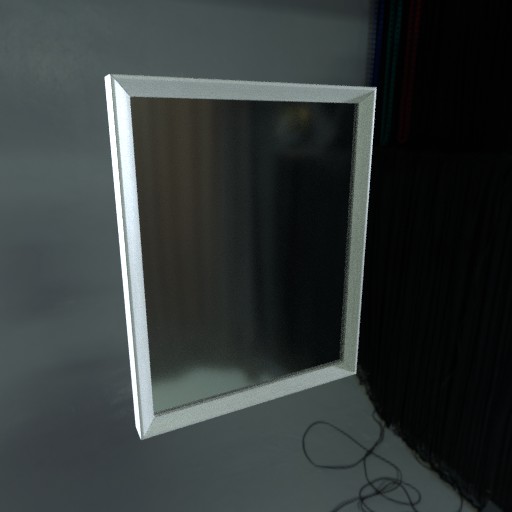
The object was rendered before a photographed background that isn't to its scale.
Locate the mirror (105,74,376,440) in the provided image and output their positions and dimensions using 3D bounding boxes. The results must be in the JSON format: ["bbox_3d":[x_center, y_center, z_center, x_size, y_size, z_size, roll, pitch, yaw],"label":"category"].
[{"bbox_3d":[0.000,0.000,0.696,0.406,0.509,0.041,-8,18,-26],"label":"mirror"}]
